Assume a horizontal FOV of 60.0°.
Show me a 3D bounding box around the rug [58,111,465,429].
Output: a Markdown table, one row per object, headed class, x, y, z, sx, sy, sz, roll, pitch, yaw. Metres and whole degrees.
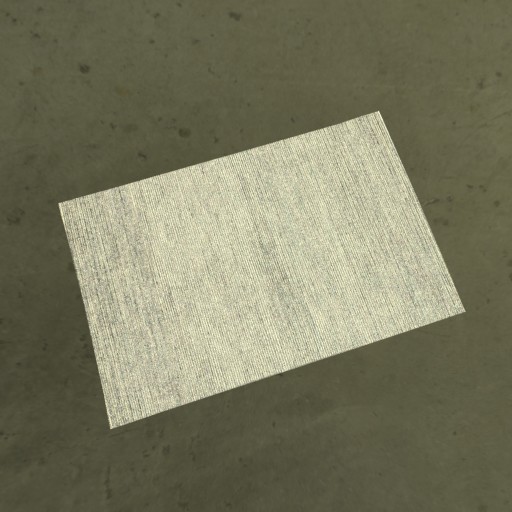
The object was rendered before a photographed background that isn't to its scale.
| class | x | y | z | sx | sy | sz | roll | pitch | yaw |
| --- | --- | --- | --- | --- | --- | --- | --- | --- | --- |
| rug | 0.000 | 0.000 | 2.230 | 1.789 | 0.021 | 1.159 | -17 | 76 | -4 |
